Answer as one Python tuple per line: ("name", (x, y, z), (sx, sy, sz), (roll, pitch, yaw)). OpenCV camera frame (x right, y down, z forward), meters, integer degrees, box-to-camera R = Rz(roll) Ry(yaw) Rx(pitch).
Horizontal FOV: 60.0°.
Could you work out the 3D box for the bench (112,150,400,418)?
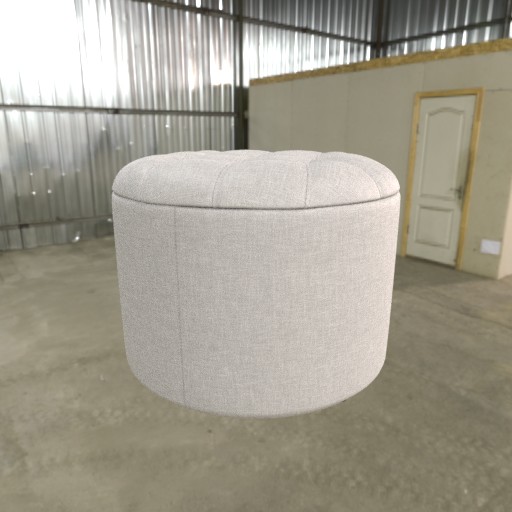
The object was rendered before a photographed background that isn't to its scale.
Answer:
("bench", (0.000, 0.000, 1.002), (0.600, 0.453, 0.600), (0, 16, 0))
